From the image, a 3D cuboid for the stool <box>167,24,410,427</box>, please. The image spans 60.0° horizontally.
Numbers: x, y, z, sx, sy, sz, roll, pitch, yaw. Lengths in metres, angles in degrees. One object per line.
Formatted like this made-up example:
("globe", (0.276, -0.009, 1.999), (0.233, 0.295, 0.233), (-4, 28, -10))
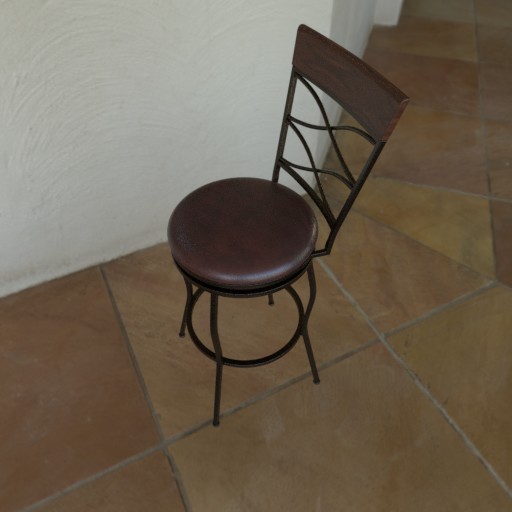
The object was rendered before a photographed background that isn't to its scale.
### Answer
("stool", (0.000, 0.000, 1.357), (0.513, 1.130, 0.448), (-18, 49, -16))
